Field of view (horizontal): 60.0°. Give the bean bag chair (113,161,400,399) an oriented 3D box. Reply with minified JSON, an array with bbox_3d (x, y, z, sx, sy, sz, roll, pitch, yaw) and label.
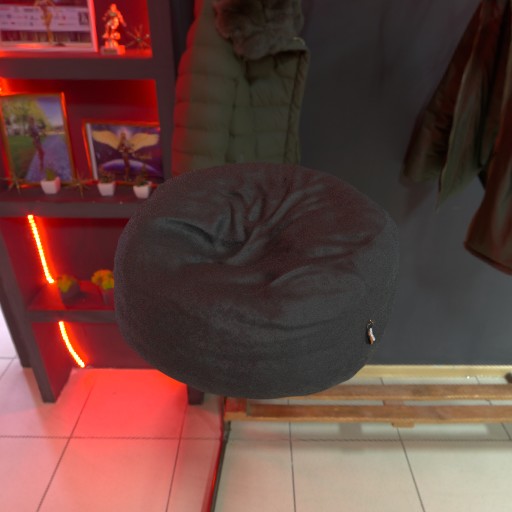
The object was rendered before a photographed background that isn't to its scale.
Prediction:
[{"bbox_3d":[0.000,0.000,2.426,1.525,0.751,1.525,0,30,0],"label":"bean bag chair"}]
